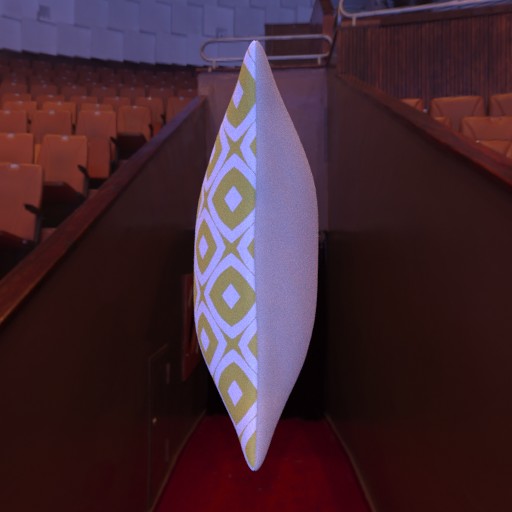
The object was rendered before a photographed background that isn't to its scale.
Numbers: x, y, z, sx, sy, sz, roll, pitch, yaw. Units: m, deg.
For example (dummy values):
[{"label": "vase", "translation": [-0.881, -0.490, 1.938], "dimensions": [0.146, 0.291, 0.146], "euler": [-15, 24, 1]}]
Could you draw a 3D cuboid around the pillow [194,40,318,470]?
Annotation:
[{"label": "pillow", "translation": [0.000, 0.000, 0.755], "dimensions": [0.188, 0.494, 0.504], "euler": [0, 0, 0]}]
